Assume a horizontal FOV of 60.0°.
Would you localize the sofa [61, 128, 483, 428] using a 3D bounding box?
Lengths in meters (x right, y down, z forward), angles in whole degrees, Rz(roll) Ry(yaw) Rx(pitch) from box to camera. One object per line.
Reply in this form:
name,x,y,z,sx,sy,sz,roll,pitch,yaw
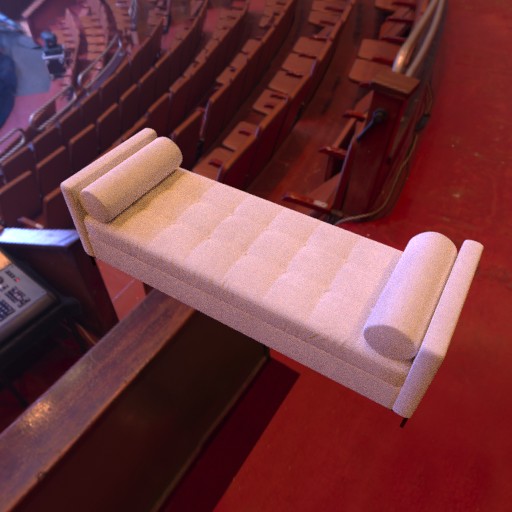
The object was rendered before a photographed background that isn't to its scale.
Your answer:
sofa,0.000,0.000,2.347,1.981,0.635,0.686,23,50,21
